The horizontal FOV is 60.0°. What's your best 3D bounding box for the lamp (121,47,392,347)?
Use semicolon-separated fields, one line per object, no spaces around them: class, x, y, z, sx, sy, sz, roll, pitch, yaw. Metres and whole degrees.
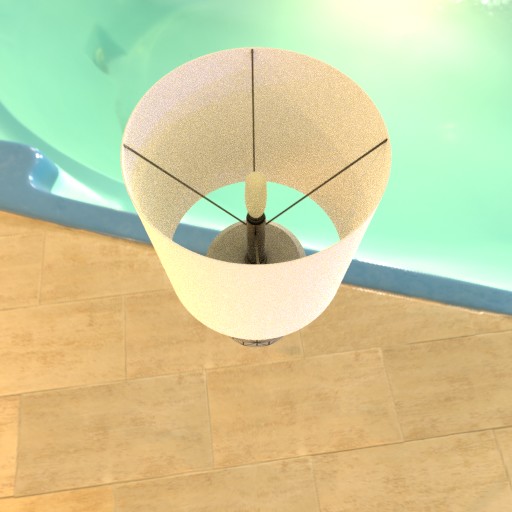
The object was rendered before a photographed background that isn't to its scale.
lamp;0.000;0.000;0.528;0.206;0.416;0.206;-1;65;-1
